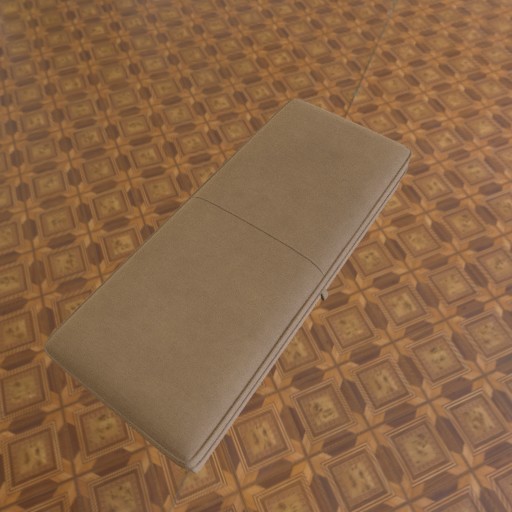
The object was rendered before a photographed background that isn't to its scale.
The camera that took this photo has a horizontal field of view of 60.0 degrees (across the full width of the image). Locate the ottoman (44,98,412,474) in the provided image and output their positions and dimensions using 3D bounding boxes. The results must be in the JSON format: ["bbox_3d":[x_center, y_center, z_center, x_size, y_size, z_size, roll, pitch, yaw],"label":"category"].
[{"bbox_3d":[0.000,0.000,2.000,0.735,0.460,1.726,31,62,18],"label":"ottoman"}]
